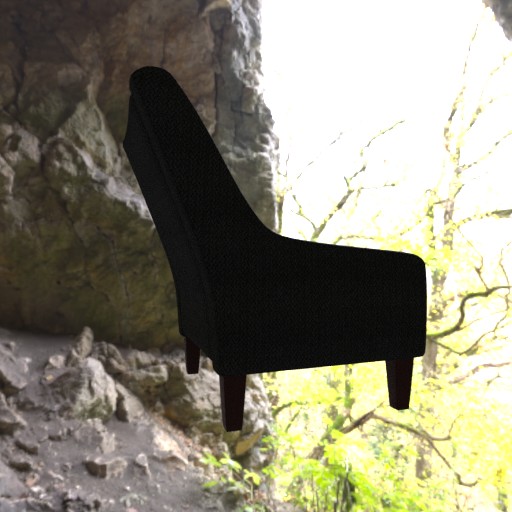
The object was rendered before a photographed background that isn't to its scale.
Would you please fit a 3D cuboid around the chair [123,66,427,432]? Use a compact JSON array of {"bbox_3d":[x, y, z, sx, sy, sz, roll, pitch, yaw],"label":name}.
[{"bbox_3d":[0.000,0.000,1.666,0.944,1.012,0.793,0,0,-18],"label":"chair"}]
